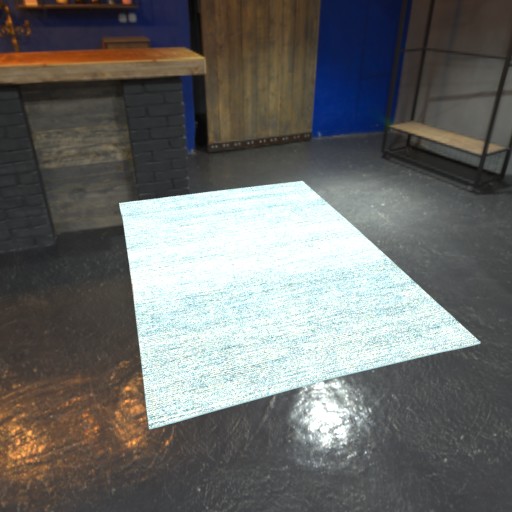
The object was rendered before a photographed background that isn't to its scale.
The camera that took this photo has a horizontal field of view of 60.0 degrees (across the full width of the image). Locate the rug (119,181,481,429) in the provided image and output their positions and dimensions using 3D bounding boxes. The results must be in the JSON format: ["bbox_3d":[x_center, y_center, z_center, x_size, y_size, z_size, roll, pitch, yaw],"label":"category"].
[{"bbox_3d":[0.000,0.000,2.878,1.611,0.026,2.260,-9,32,-15],"label":"rug"}]
